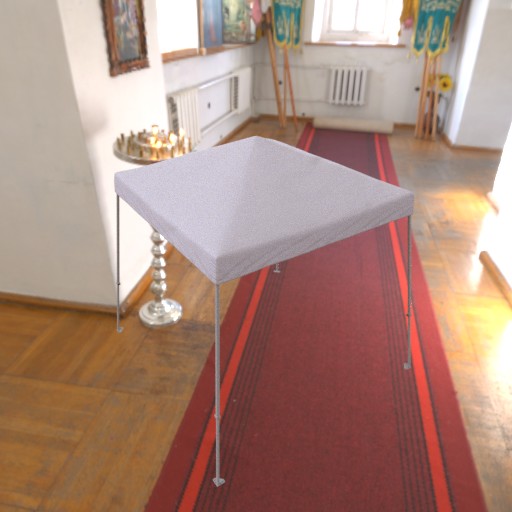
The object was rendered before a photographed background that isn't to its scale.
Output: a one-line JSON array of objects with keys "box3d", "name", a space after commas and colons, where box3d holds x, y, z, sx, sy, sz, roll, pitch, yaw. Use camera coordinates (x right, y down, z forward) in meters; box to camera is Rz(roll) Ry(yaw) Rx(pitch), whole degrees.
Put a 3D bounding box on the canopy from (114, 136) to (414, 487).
[{"box3d": [0.000, 0.000, 5.271, 2.850, 2.850, 2.849, -19, 35, -29], "name": "canopy"}]
